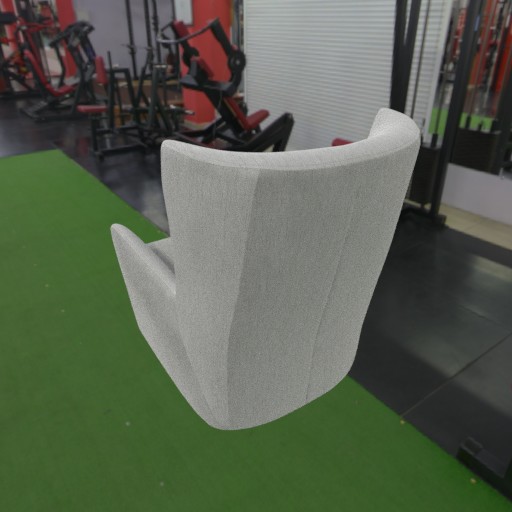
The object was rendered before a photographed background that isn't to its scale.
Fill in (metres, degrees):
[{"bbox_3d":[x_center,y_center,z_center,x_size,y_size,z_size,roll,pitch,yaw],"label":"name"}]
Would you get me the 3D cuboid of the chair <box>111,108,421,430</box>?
[{"bbox_3d":[0.000,0.000,1.583,0.779,1.000,0.904,-17,33,-29],"label":"chair"}]
